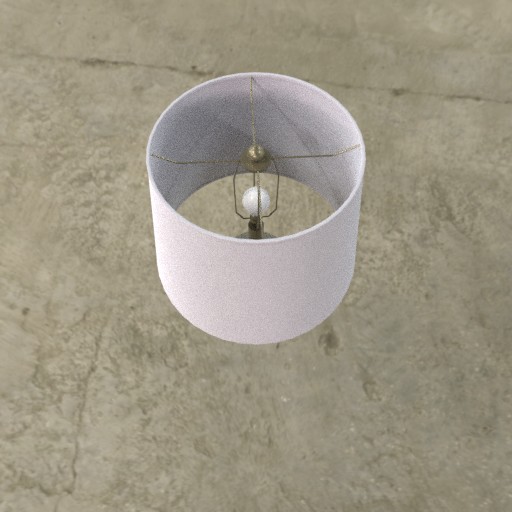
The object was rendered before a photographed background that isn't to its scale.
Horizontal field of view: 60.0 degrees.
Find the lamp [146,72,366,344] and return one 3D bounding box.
[{"bbox_3d":[0.000,0.000,0.557,0.239,0.399,0.239,0,62,0],"label":"lamp"}]
